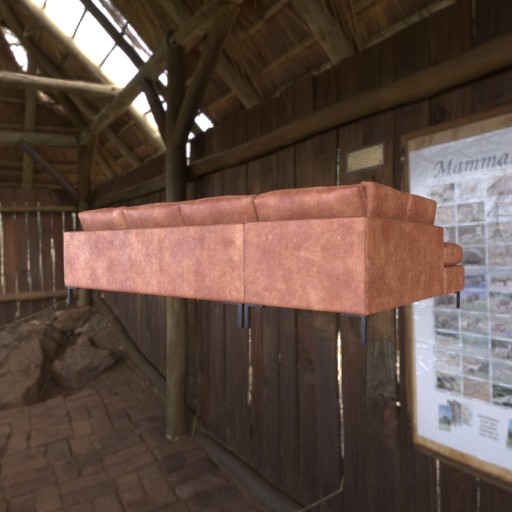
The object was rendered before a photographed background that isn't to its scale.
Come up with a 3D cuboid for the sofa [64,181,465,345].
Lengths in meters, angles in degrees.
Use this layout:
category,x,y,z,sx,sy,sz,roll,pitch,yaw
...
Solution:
category,x,y,z,sx,sy,sz,roll,pitch,yaw
sofa,0.000,0.000,3.902,2.984,0.877,1.938,1,1,38
